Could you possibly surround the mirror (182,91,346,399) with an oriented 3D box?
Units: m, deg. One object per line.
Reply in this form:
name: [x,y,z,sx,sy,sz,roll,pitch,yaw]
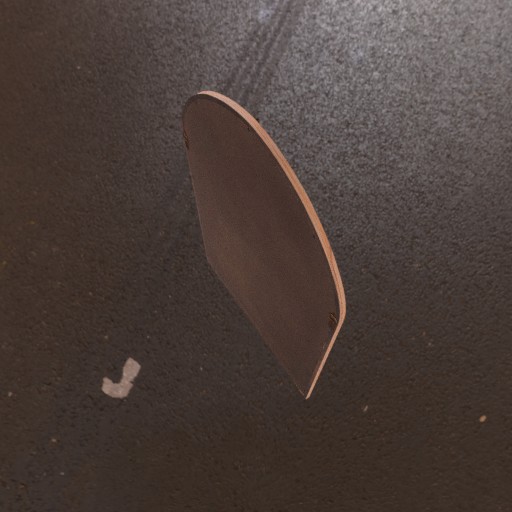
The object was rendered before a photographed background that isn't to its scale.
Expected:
mirror: [0.000,0.000,1.144,0.032,0.915,0.609,-30,64,-16]
